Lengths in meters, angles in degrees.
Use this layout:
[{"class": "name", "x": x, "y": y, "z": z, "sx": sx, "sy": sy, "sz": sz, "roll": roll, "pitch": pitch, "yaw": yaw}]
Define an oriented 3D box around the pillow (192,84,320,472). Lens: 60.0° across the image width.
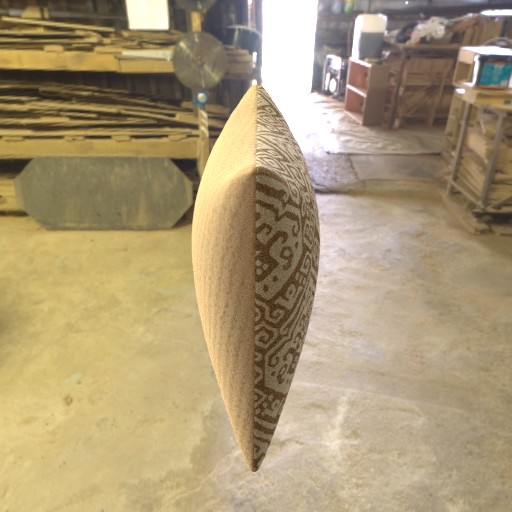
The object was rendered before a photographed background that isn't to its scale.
[{"class": "pillow", "x": 0.000, "y": 0.000, "z": 0.645, "sx": 0.173, "sy": 0.407, "sz": 0.419, "roll": 0, "pitch": 31, "yaw": 0}]
